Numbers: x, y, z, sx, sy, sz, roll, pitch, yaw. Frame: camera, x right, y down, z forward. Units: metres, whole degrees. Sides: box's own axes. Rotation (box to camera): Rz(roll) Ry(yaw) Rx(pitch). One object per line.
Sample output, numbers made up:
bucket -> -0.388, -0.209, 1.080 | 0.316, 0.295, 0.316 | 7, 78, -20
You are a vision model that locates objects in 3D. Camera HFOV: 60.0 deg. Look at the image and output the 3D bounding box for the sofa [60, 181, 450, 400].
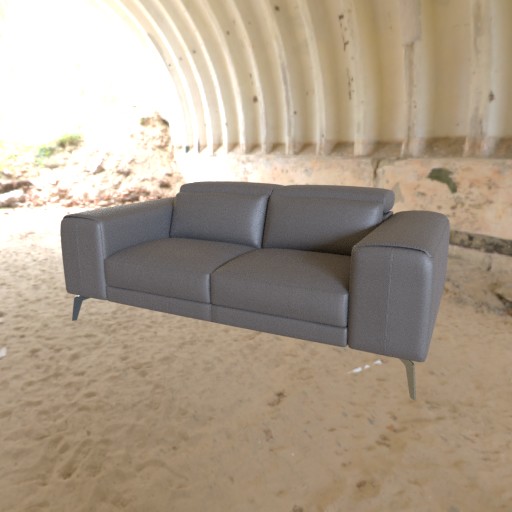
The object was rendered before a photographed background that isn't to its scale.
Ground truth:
sofa -> 0.000, 0.000, 2.480 | 1.930, 0.753, 1.024 | 7, 15, 25
